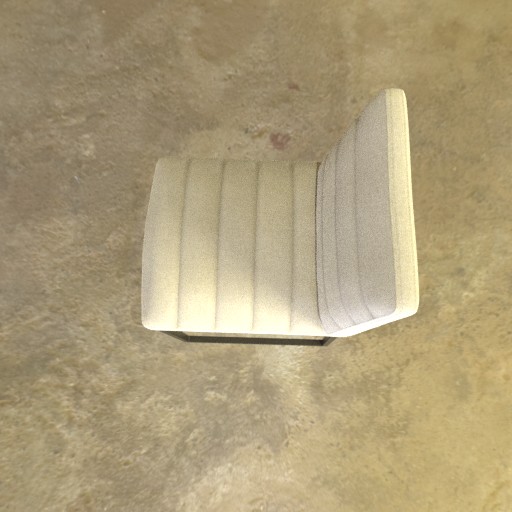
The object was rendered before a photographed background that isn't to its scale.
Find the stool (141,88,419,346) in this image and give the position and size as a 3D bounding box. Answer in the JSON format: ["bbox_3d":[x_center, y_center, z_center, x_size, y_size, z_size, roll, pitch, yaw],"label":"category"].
[{"bbox_3d":[0.000,0.000,1.256,0.567,0.971,0.459,2,75,0],"label":"stool"}]
